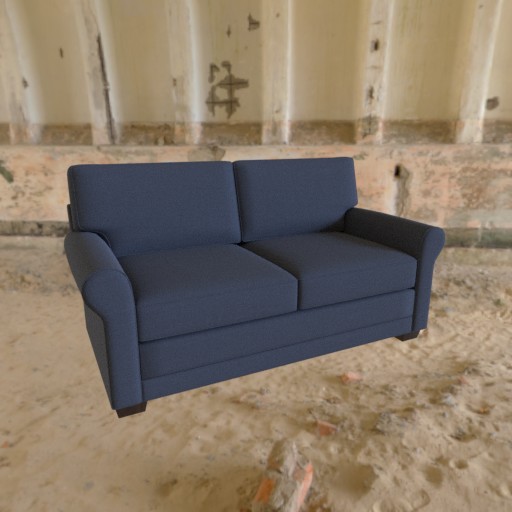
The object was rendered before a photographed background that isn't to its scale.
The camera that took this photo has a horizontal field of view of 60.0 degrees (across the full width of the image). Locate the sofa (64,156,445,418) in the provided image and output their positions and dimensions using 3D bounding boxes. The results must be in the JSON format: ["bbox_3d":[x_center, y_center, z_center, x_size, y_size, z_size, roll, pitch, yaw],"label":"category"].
[{"bbox_3d":[0.000,0.000,2.480,1.930,1.020,0.940,-8,17,-26],"label":"sofa"}]
